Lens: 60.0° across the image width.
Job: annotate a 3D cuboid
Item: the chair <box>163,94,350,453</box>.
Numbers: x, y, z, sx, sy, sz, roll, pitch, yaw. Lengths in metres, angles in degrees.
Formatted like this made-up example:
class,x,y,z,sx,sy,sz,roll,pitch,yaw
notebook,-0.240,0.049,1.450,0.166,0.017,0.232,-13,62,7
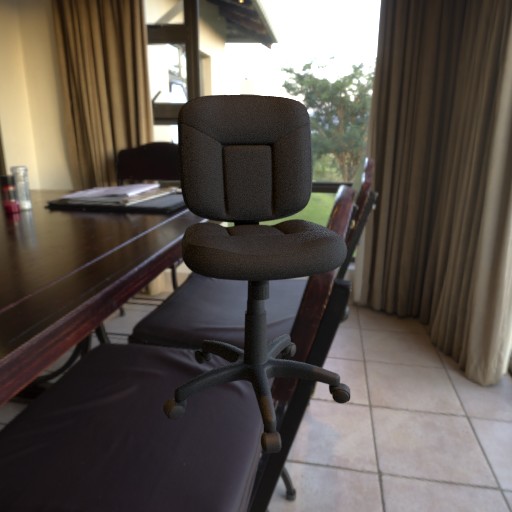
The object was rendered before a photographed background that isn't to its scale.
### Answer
class,x,y,z,sx,sy,sz,roll,pitch,yaw
chair,0.000,0.000,1.366,0.610,0.972,0.610,-3,17,-9
